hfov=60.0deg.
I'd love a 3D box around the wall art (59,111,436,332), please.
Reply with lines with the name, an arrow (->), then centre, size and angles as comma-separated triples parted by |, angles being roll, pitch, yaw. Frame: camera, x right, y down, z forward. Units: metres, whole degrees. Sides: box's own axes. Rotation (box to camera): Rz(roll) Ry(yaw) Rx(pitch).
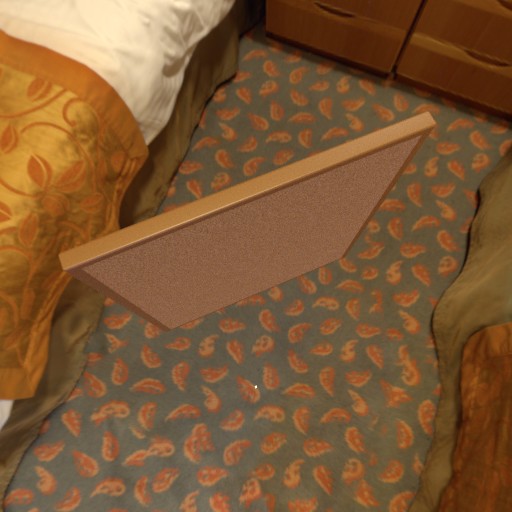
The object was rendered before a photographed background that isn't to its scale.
wall art -> 0.000, 0.000, 0.521 | 0.310, 0.379, 0.015 | -22, 75, -6
